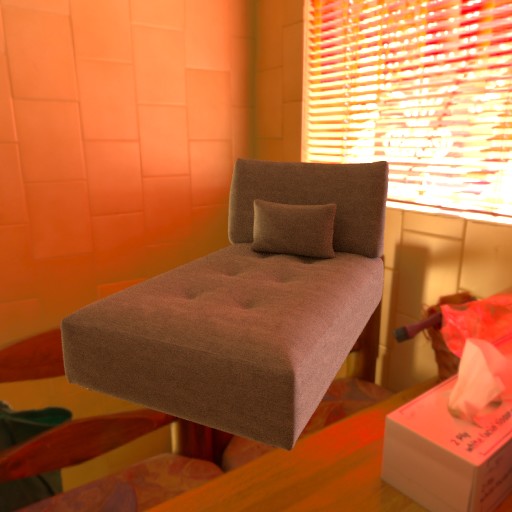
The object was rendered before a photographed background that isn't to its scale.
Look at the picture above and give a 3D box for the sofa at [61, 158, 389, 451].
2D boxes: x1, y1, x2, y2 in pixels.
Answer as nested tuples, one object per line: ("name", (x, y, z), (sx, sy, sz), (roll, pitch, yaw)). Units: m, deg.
("sofa", (0.000, 0.000, 1.994), (0.930, 0.820, 1.450), (7, 15, 25))
